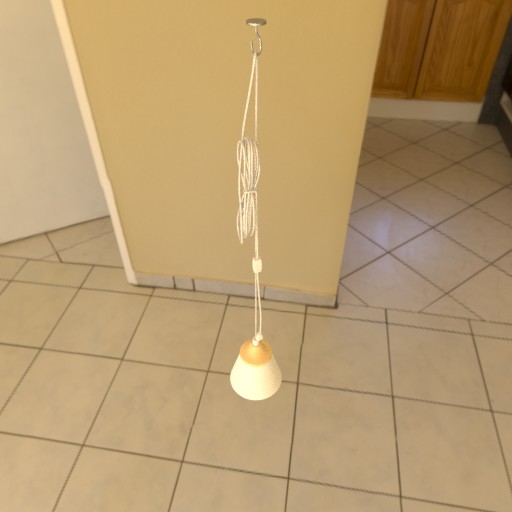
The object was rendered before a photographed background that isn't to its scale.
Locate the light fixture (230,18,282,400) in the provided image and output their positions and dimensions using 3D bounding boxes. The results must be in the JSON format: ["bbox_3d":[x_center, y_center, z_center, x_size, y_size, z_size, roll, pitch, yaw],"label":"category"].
[{"bbox_3d":[0.000,0.000,1.001,0.153,0.966,0.153,0,42,0],"label":"light fixture"}]
